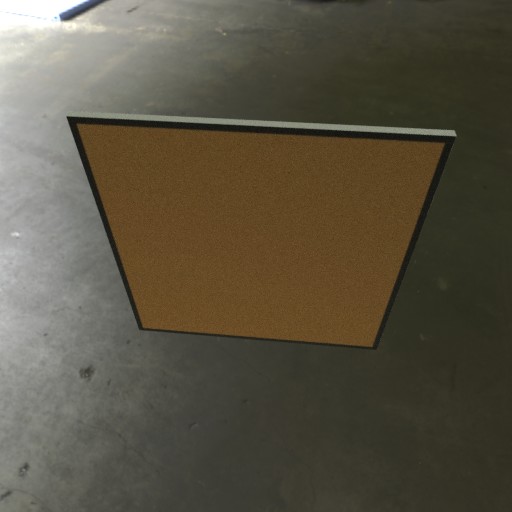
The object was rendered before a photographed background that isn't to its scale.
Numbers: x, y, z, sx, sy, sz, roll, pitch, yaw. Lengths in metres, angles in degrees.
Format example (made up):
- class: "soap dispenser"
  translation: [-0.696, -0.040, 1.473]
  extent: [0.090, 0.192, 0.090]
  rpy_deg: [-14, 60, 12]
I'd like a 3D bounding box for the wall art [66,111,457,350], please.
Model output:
- class: "wall art"
  translation: [0.000, 0.000, 1.209]
  extent: [0.805, 0.803, 0.022]
  rpy_deg: [4, 47, 4]
